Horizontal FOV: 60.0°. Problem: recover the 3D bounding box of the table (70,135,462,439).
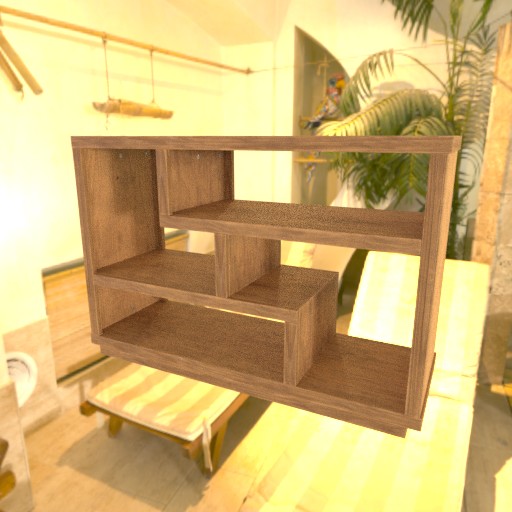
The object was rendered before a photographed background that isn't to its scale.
[{"bbox_3d":[0.000,0.000,1.474,1.151,0.771,0.410,7,17,25],"label":"table"}]
